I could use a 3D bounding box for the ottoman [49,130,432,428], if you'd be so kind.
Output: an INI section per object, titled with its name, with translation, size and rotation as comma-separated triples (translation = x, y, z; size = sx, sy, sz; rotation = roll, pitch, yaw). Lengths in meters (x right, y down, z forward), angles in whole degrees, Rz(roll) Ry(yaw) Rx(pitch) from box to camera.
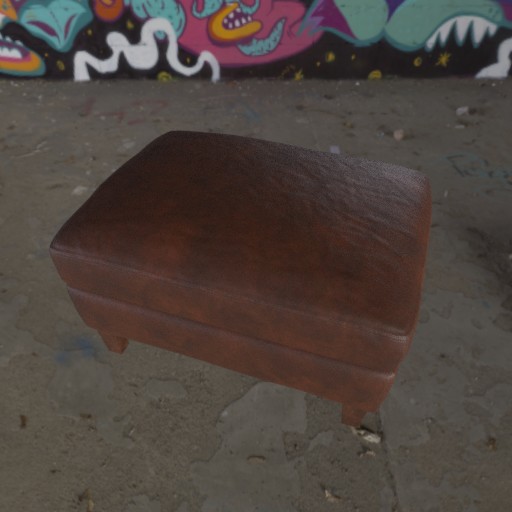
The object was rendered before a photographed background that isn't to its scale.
[ottoman]
translation = 0.000, 0.000, 1.288
size = 0.887, 0.527, 0.659
rotation = 13, 44, 14
